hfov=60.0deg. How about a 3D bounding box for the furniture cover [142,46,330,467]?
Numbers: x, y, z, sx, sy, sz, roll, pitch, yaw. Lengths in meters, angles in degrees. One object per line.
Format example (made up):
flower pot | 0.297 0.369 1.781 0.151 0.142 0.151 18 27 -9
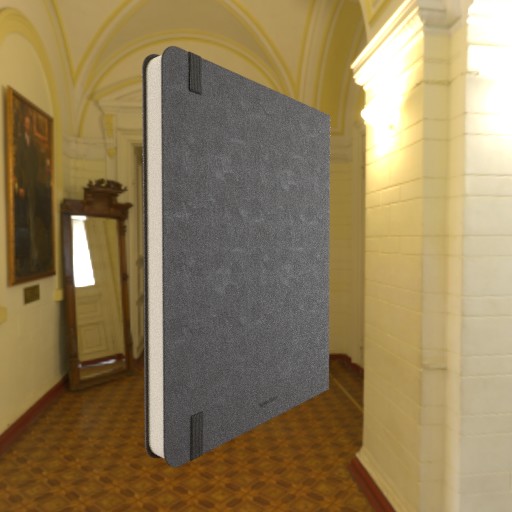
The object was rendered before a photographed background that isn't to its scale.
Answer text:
furniture cover | 0.000 0.000 0.376 0.023 0.281 0.216 1 2 39
